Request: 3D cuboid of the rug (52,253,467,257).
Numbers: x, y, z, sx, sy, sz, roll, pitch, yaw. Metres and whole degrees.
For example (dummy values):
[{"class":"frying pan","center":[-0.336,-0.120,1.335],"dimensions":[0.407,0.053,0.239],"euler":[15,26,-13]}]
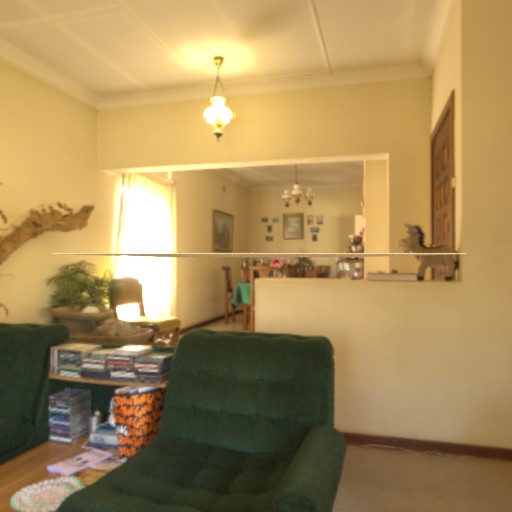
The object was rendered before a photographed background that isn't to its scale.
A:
[{"class":"rug","center":[0.000,0.000,4.151],"dimensions":[2.454,0.005,3.067],"euler":[0,-1,-1]}]
